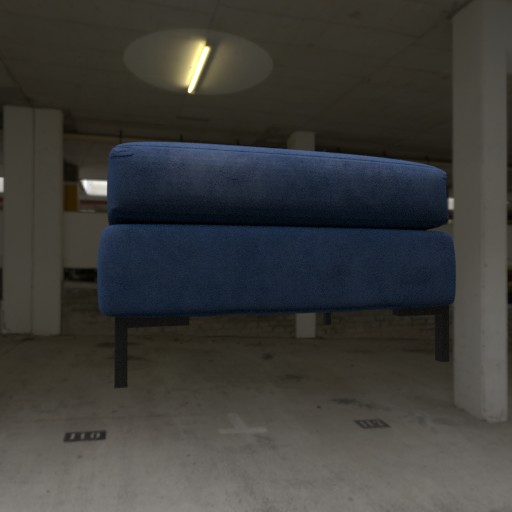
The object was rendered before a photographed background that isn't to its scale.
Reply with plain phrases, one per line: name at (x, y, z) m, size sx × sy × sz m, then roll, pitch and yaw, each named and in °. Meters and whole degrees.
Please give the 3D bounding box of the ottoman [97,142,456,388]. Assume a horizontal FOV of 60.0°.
ottoman at (0.000, 0.000, 1.202) m, size 0.794 × 0.485 × 0.655 m, roll 0°, pitch -1°, yaw -17°
